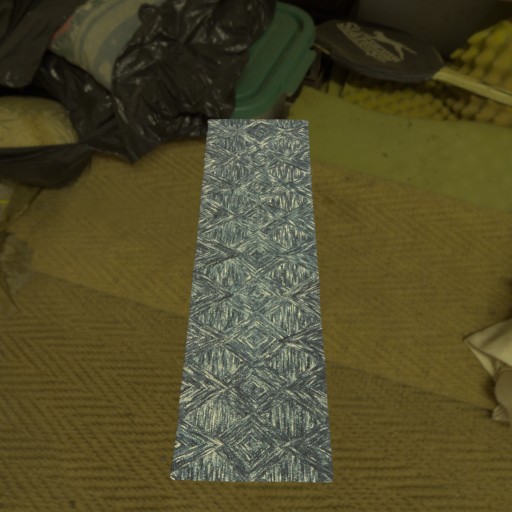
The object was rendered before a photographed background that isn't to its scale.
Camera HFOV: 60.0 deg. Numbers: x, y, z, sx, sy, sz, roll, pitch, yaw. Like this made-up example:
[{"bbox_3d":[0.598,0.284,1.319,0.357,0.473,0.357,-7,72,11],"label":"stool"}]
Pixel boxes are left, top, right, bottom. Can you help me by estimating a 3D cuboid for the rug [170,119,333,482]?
[{"bbox_3d":[0.000,0.000,2.527,0.719,0.013,2.306,1,57,0],"label":"rug"}]
